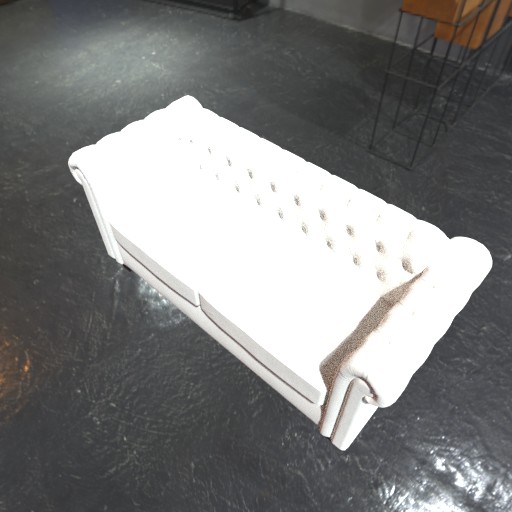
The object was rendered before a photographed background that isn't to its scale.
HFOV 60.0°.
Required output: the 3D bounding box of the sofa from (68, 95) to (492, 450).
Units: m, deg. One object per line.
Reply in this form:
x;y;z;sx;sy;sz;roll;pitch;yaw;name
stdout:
0.000;0.000;2.167;1.798;0.796;0.771;34;57;26;sofa
